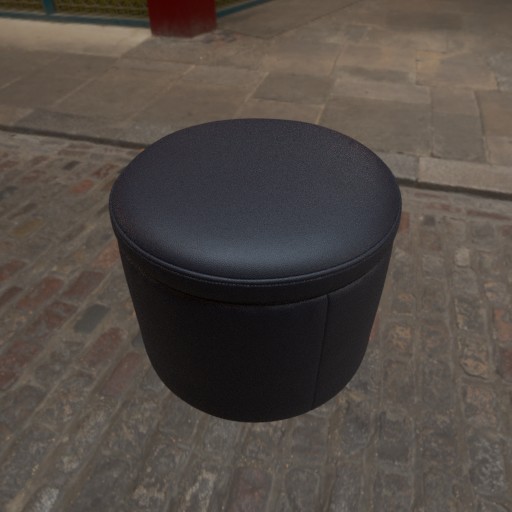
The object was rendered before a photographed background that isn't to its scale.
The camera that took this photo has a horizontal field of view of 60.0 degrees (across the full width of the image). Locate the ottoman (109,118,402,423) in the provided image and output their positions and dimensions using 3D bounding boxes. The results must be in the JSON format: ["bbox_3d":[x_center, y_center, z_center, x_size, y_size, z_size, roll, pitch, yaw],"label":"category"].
[{"bbox_3d":[0.000,0.000,0.882,0.501,0.409,0.501,0,41,0],"label":"ottoman"}]
